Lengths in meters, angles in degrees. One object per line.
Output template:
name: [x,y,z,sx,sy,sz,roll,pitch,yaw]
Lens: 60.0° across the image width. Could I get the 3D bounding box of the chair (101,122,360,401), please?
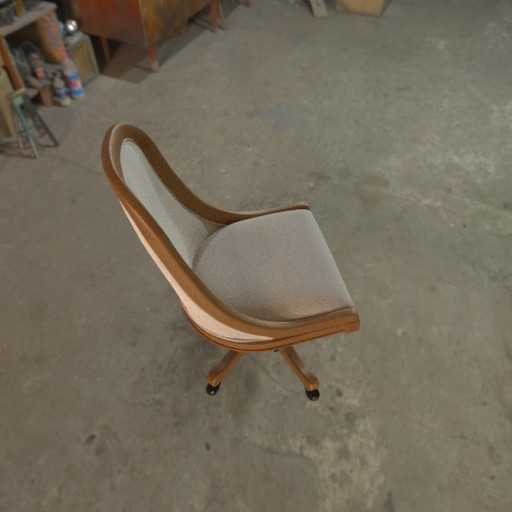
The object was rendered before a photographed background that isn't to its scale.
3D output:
chair: [0.000,0.000,1.553,0.811,1.009,0.702,-9,48,-8]
